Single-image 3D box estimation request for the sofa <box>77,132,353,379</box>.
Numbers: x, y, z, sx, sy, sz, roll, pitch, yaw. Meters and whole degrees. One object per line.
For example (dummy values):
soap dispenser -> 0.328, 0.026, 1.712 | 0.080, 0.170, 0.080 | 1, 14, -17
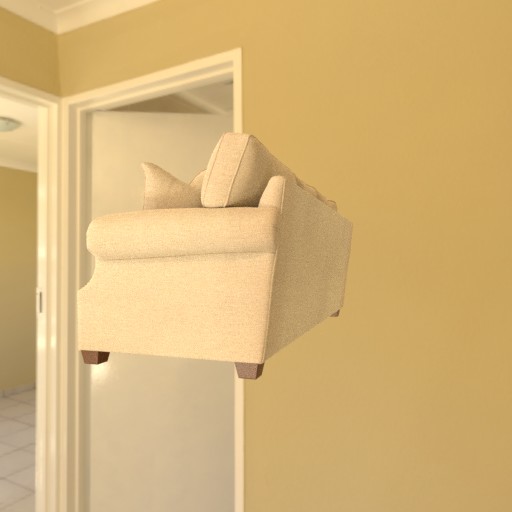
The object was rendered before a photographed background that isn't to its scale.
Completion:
sofa -> 0.000, 0.000, 2.816 | 0.965, 0.975, 2.312 | 0, -1, 19
